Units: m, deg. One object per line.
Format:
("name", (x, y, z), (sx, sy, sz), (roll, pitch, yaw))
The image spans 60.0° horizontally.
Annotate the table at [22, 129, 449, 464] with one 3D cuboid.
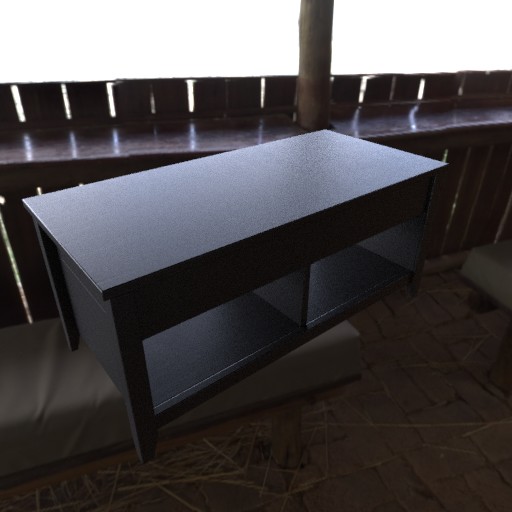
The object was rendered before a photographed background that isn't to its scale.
("table", (0.000, 0.000, 1.262), (1.016, 0.457, 0.483), (-22, 37, -33))
